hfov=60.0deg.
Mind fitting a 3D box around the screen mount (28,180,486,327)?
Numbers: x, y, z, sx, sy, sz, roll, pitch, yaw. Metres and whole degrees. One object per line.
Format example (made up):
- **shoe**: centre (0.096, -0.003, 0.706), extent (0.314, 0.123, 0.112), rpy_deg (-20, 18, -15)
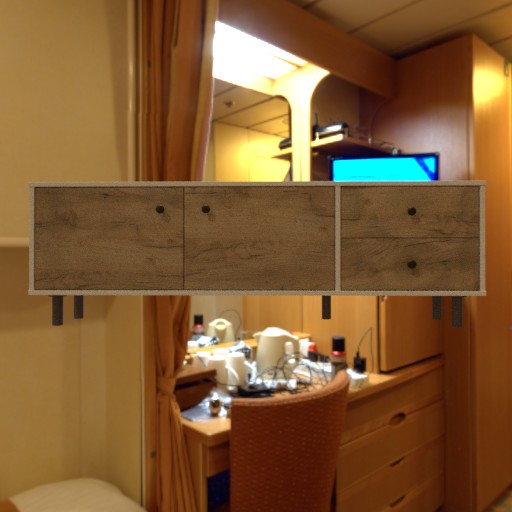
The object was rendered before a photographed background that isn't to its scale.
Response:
- **screen mount**: centre (0.000, 0.000, 1.739), extent (1.600, 0.520, 0.418), rpy_deg (0, 0, 1)
